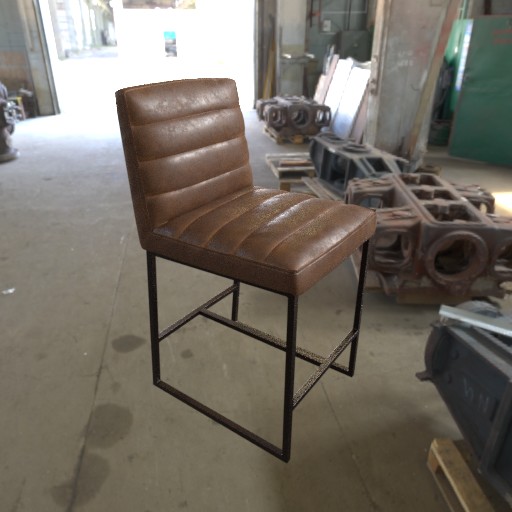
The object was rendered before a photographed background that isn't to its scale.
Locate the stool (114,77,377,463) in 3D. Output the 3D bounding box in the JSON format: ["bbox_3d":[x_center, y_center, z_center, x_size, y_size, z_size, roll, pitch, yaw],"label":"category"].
[{"bbox_3d":[0.000,0.000,1.297,0.562,0.942,0.463,18,31,31],"label":"stool"}]
